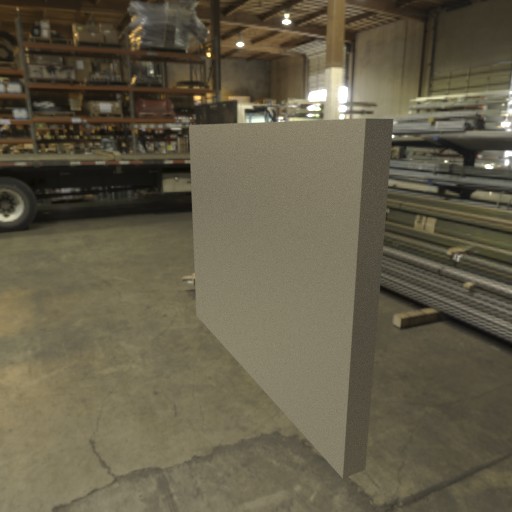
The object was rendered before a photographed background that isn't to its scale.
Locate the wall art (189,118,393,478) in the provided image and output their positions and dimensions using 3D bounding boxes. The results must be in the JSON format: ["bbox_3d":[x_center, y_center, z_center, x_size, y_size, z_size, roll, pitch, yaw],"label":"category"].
[{"bbox_3d":[0.000,0.000,1.395,0.066,0.801,1.056,-8,17,-25],"label":"wall art"}]
